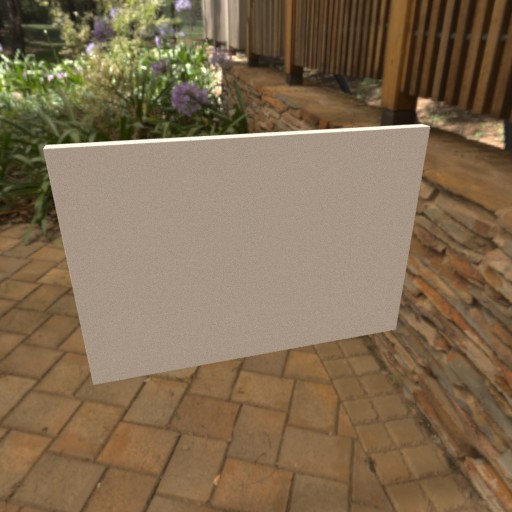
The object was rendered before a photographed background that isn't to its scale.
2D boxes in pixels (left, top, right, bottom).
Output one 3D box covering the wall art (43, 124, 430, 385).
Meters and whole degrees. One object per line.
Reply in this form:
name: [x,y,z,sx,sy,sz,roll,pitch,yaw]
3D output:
wall art: [0.000,0.000,1.679,1.308,0.902,0.051,-7,27,-14]
